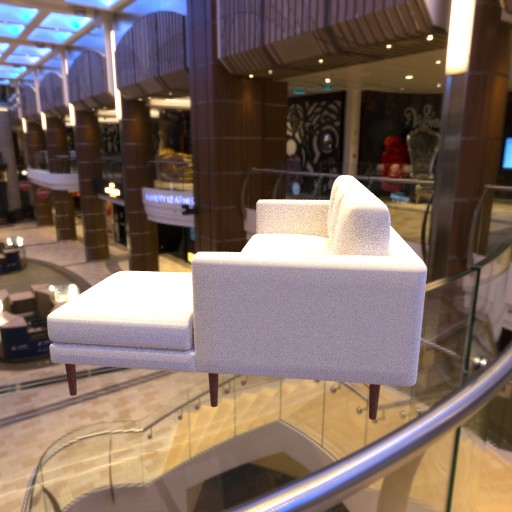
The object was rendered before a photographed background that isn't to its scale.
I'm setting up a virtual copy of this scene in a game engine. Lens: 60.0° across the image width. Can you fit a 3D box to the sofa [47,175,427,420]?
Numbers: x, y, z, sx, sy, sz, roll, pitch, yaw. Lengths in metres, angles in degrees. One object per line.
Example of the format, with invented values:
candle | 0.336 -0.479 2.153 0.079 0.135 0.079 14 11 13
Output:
sofa | 0.000 0.000 2.767 1.580 0.899 2.029 2 14 8
